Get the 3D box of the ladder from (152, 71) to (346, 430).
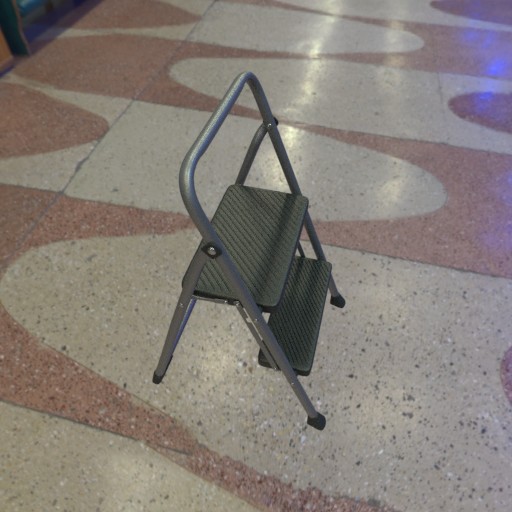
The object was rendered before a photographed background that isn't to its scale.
[{"bbox_3d":[0.000,0.000,1.030,0.472,0.720,0.430,11,48,10],"label":"ladder"}]
